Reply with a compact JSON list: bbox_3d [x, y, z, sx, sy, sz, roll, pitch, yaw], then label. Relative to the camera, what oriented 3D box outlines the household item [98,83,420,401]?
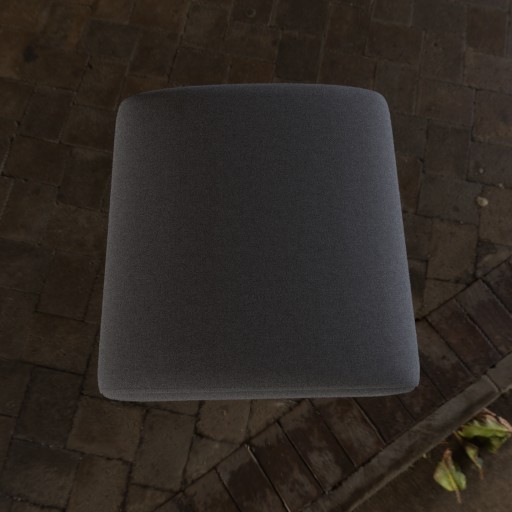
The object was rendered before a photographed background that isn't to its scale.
[{"bbox_3d":[0.000,0.000,0.863,0.530,0.410,0.530,-1,74,0],"label":"household item"}]
